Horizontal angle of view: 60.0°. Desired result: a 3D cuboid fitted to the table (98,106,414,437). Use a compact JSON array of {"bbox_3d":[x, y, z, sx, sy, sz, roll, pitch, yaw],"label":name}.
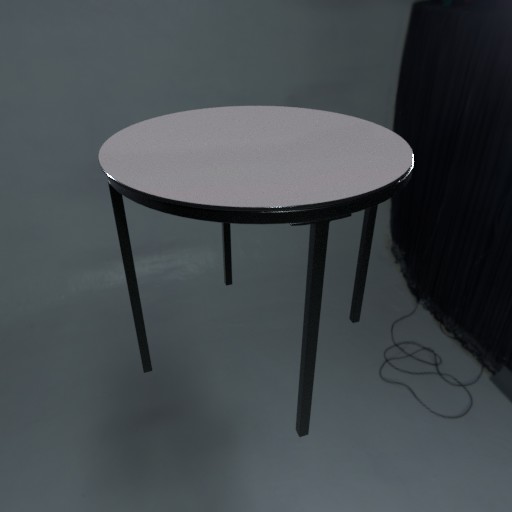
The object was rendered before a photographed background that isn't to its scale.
[{"bbox_3d":[0.000,0.000,0.848,0.499,0.443,0.499,0,32,0],"label":"table"}]
